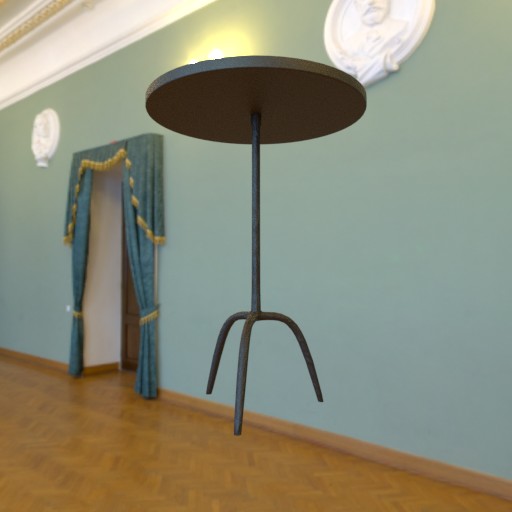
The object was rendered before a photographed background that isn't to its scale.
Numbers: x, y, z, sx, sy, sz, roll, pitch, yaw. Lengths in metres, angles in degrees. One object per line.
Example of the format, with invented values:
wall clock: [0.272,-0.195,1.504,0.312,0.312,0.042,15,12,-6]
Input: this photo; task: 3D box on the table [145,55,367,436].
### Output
table: [0.000,0.000,1.028,0.502,0.700,0.502,-1,-2,37]
